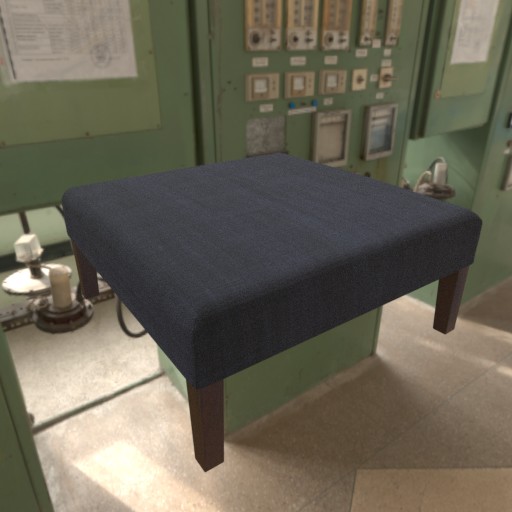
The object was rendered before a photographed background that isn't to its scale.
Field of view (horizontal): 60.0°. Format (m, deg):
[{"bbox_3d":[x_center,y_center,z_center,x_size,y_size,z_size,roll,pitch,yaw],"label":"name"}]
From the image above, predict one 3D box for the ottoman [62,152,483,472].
[{"bbox_3d":[0.000,0.000,1.359,0.889,0.411,0.890,-17,31,-31],"label":"ottoman"}]
